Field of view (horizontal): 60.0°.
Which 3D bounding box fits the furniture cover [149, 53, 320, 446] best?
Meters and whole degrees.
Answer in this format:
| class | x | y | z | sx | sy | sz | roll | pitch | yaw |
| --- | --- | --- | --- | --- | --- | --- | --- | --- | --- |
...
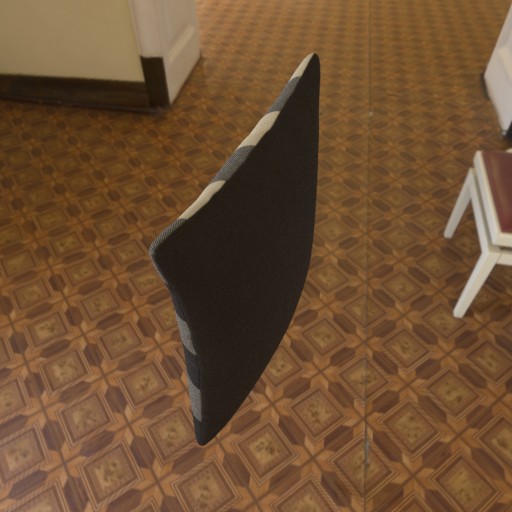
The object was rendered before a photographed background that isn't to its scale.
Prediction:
| class | x | y | z | sx | sy | sz | roll | pitch | yaw |
| --- | --- | --- | --- | --- | --- | --- | --- | --- | --- |
| furniture cover | 0.000 | 0.000 | 0.774 | 0.161 | 0.509 | 0.511 | 17 | 49 | 16 |
